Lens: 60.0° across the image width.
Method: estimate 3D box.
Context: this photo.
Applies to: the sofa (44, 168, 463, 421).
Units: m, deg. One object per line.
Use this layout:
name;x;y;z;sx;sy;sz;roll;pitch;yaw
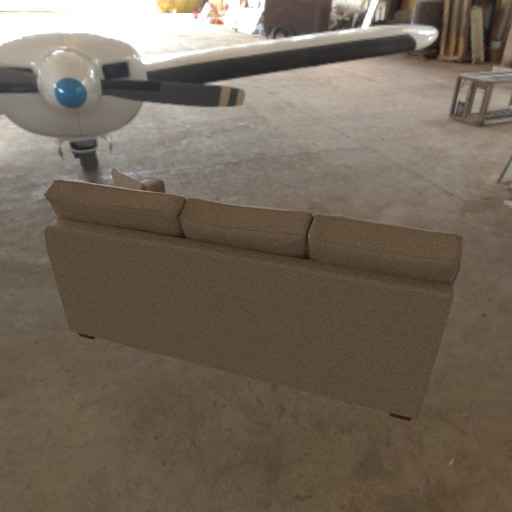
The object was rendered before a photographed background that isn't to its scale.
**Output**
sofa;0.000;0.000;2.497;1.963;0.946;1.034;10;32;16
